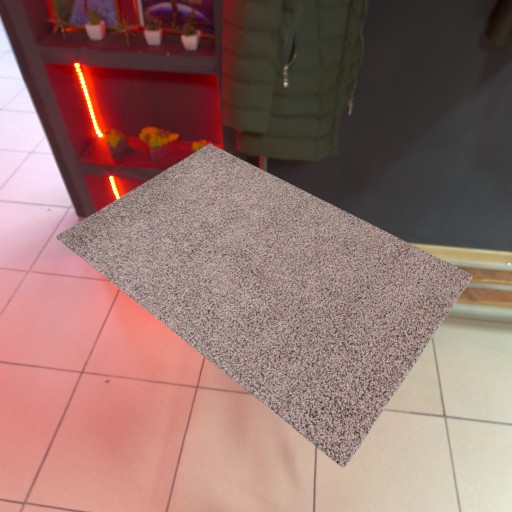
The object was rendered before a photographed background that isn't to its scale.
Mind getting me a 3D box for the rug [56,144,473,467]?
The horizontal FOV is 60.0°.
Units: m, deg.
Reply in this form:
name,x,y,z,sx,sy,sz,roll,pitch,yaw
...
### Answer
name,x,y,z,sx,sy,sz,roll,pitch,yaw
rug,0.000,0.000,3.439,2.743,0.030,1.778,32,54,26
